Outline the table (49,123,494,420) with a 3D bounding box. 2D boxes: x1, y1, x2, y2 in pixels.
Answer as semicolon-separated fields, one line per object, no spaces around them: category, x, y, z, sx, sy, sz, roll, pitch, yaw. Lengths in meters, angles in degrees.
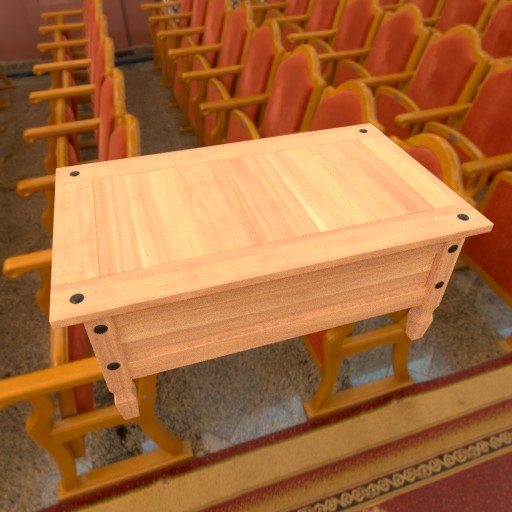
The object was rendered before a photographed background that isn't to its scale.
table;0.000;0.000;1.296;1.000;0.437;0.600;-12;42;-13
